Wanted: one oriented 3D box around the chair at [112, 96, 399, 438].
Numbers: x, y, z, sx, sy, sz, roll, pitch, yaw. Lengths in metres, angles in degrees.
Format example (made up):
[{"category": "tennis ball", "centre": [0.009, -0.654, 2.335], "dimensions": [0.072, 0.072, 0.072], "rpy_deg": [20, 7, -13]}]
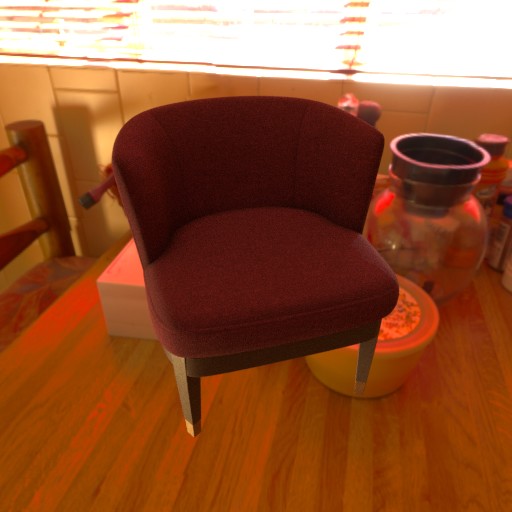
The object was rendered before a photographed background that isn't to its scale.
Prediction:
[{"category": "chair", "centre": [0.000, 0.000, 1.282], "dimensions": [0.700, 0.760, 0.660], "rpy_deg": [-9, 33, -14]}]
